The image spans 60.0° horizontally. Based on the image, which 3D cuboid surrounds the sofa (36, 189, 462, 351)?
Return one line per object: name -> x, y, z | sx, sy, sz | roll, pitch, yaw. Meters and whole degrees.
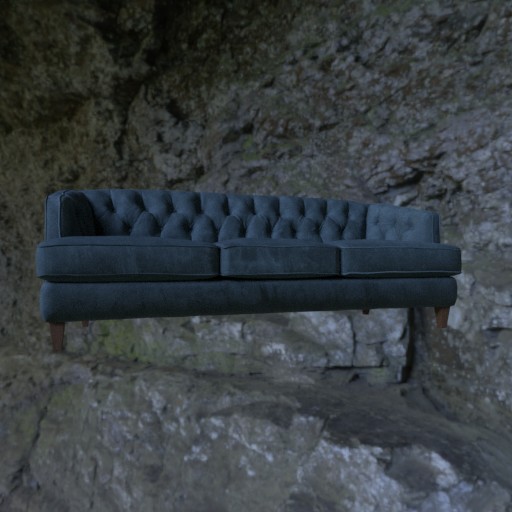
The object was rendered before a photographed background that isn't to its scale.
sofa -> 0.000, 0.000, 2.655 | 2.278, 0.855, 0.941 | 0, -1, -18
